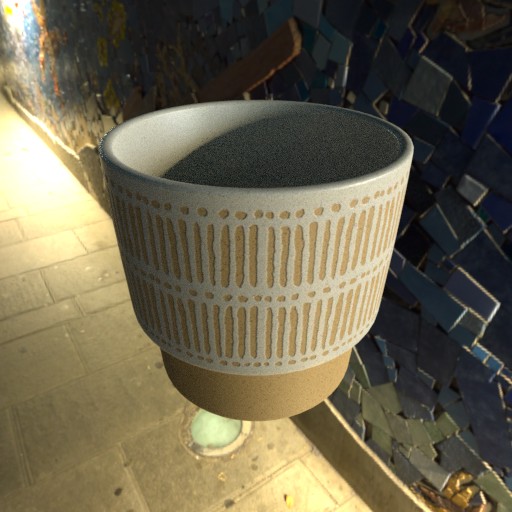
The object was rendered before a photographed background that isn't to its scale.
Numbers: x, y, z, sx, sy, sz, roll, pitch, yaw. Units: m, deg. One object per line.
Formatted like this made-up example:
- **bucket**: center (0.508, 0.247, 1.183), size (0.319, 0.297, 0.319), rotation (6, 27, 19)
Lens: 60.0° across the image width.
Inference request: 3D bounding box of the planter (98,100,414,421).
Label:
- **planter**: center (0.000, 0.000, 0.542), size (0.317, 0.303, 0.317), rotation (0, 31, 0)
